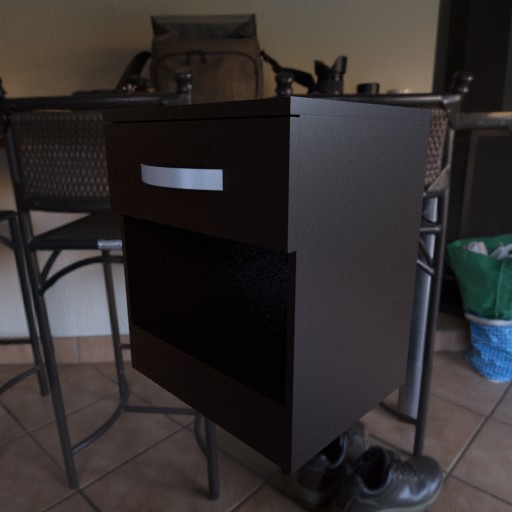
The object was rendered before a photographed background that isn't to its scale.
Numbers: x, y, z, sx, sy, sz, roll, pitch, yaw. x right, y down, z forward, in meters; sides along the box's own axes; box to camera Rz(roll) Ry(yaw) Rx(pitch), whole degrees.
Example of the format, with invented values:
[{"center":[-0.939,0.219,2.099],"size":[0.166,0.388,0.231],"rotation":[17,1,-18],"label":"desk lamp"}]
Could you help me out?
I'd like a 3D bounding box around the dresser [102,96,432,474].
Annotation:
[{"center":[0.000,0.000,0.751],"size":[0.400,0.470,0.360],"rotation":[14,21,43],"label":"dresser"}]
